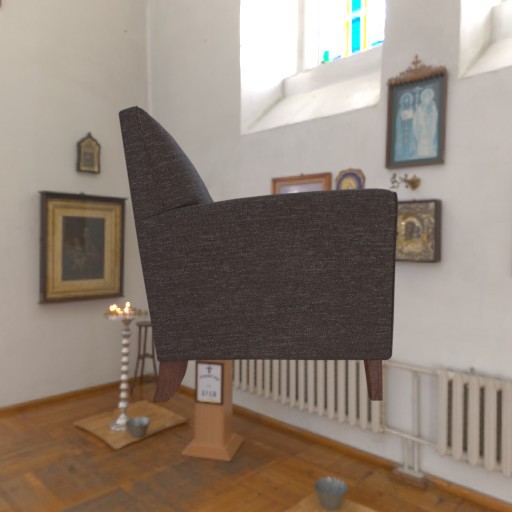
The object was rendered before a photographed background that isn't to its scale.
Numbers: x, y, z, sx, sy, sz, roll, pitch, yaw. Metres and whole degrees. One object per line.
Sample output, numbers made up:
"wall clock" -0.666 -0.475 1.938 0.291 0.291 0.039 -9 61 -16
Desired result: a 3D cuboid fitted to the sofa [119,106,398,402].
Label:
"sofa" 0.000 0.000 2.052 0.867 0.905 1.509 0 0 -2
